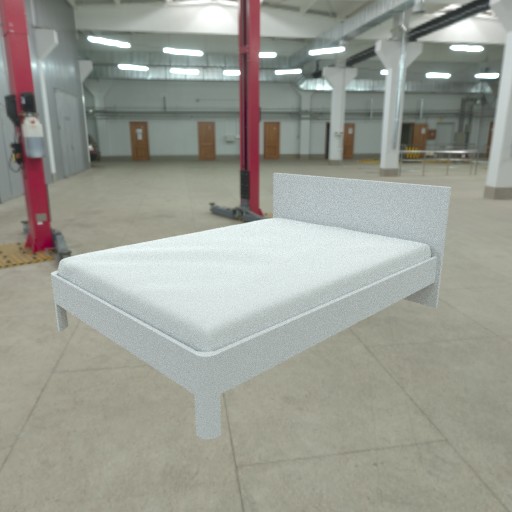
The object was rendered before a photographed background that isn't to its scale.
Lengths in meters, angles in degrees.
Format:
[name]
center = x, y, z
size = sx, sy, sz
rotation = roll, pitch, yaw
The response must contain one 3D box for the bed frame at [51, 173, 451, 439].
[bed frame]
center = 0.000, 0.000, 2.713
size = 1.950, 0.800, 1.490
rotation = -15, 21, -43
